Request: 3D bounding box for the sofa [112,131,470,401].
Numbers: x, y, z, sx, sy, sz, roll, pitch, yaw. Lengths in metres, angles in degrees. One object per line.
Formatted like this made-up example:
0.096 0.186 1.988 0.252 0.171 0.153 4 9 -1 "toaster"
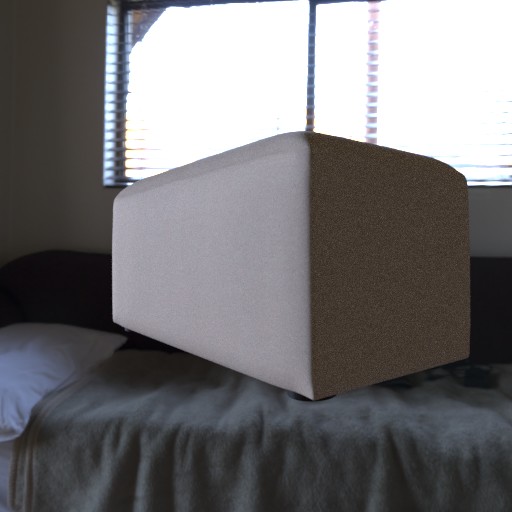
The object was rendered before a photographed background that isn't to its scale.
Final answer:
0.000 0.000 1.180 0.480 0.470 0.930 -1 1 -37 "sofa"
